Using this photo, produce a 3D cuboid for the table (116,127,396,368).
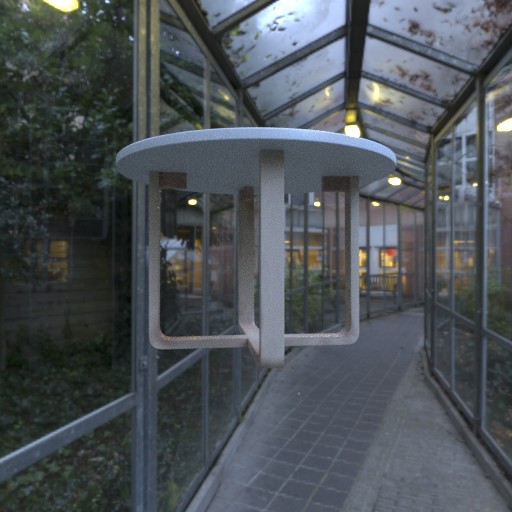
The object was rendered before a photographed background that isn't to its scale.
[{"bbox_3d":[0.000,0.000,0.994,0.600,0.400,0.600,0,0,0],"label":"table"}]
